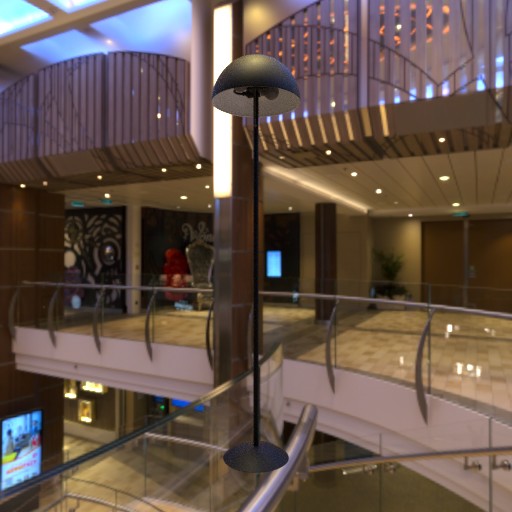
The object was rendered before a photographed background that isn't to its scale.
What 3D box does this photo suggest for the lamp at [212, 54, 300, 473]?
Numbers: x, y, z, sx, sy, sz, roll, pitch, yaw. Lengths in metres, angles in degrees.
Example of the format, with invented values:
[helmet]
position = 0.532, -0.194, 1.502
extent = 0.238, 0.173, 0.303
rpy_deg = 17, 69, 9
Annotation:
[lamp]
position = 0.000, 0.000, 1.637
extent = 0.328, 1.480, 0.328
rpy_deg = 0, 0, -19
